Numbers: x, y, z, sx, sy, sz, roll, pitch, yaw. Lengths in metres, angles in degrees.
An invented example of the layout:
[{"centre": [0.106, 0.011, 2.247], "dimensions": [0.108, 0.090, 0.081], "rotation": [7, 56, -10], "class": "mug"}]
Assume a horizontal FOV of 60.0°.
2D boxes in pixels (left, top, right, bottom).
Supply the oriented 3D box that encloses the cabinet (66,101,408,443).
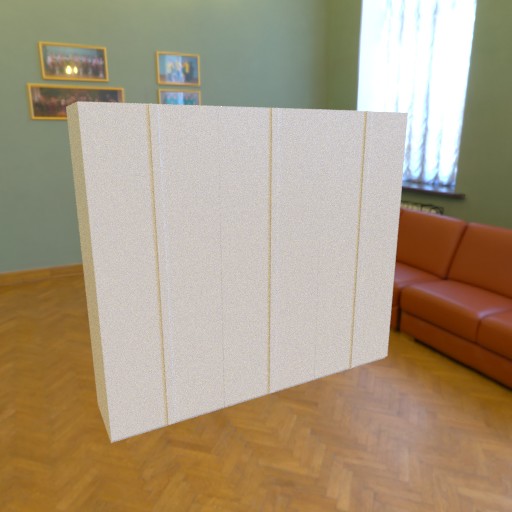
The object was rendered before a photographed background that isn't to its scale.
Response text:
[{"centre": [0.000, 0.000, 3.779], "dimensions": [2.700, 2.370, 0.590], "rotation": [-8, 17, -27], "class": "cabinet"}]
